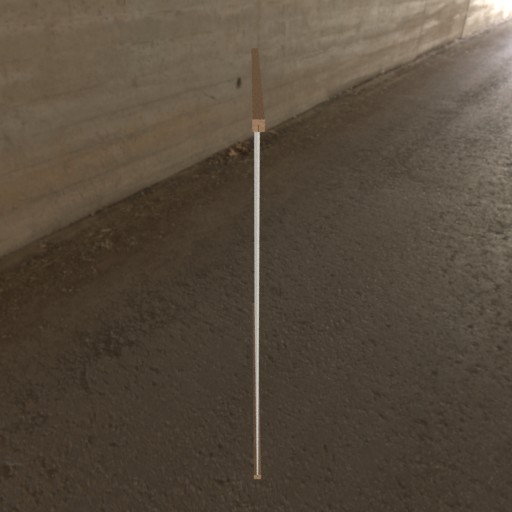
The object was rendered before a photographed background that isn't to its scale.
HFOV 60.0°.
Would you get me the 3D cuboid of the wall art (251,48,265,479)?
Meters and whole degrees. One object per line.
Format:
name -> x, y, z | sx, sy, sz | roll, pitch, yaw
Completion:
wall art -> 0.000, 0.000, 0.783 | 0.012, 0.608, 0.459 | 0, 33, -1
